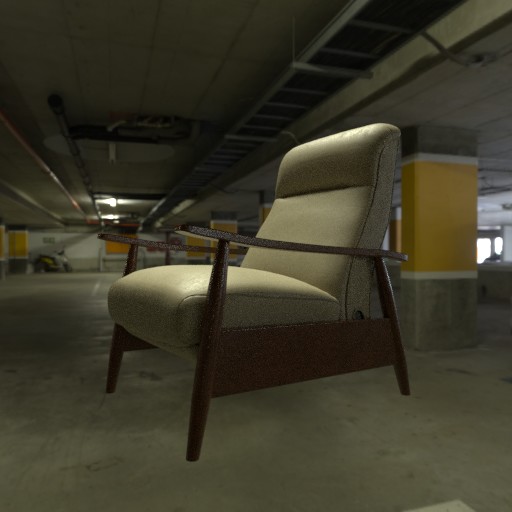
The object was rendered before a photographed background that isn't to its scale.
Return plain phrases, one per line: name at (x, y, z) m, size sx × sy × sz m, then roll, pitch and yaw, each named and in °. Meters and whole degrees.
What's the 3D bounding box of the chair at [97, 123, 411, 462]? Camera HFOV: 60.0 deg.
chair at (0.000, 0.000, 1.743) m, size 1.014 × 1.082 × 0.762 m, roll 0°, pitch 1°, yaw -36°
